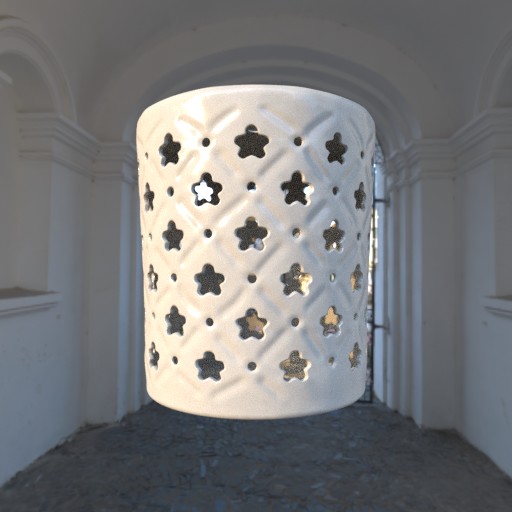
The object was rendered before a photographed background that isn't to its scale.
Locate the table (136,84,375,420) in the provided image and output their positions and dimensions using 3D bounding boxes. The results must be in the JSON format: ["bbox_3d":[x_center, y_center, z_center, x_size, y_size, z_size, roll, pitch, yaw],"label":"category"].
[{"bbox_3d":[0.000,0.000,0.666,0.352,0.387,0.352,0,-2,0],"label":"table"}]
